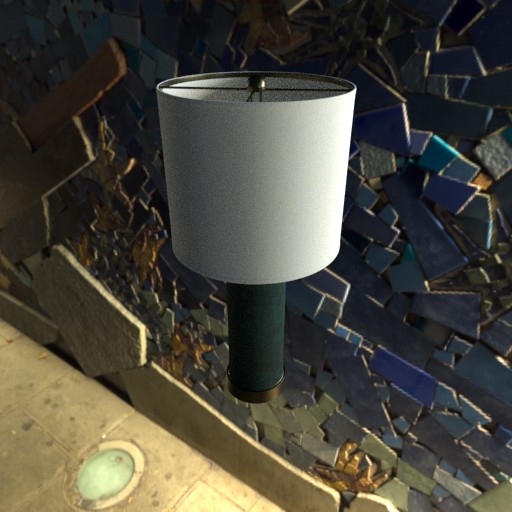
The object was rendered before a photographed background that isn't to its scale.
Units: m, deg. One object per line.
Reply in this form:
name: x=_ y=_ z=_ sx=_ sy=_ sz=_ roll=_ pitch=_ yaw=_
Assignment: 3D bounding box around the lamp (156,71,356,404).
lamp: x=0.000 y=0.000 z=0.825 sx=0.301 sy=0.630 sz=0.301 roll=-21 pitch=36 yaw=-33
